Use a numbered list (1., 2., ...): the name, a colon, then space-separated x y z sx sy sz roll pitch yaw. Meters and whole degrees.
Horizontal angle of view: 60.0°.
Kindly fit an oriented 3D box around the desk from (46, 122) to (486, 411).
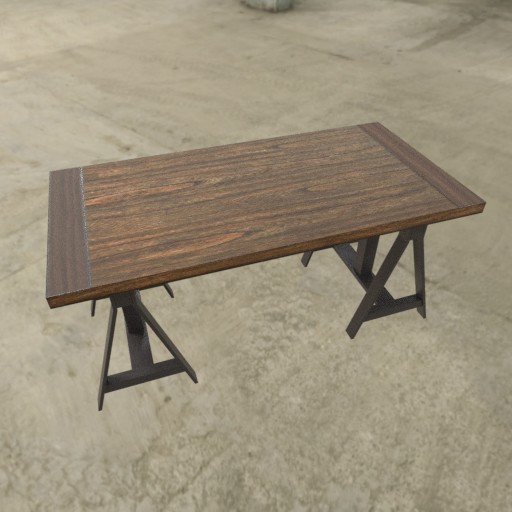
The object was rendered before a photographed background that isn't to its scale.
1. desk: 0.000 0.000 1.957 1.543 0.725 0.784 -12 42 -14
